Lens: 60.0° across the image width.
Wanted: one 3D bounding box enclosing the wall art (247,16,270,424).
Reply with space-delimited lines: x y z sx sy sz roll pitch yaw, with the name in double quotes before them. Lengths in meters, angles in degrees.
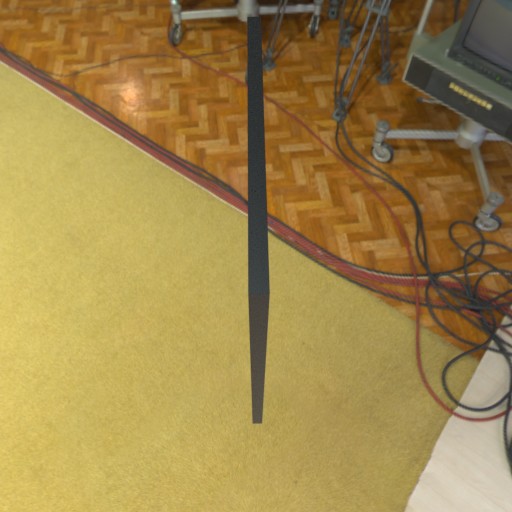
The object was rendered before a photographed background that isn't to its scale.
"wall art" 0.000 0.000 1.397 0.036 1.070 0.802 -1 58 0
